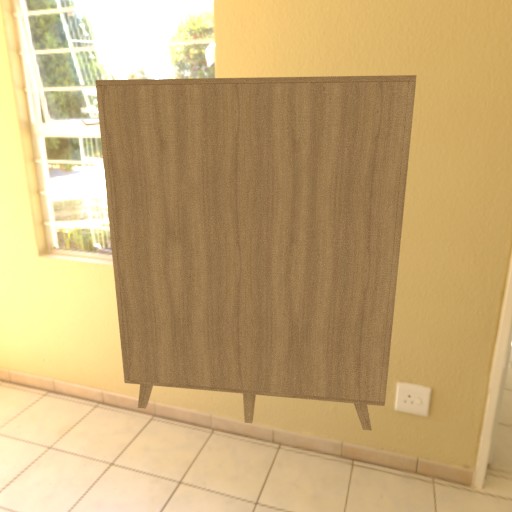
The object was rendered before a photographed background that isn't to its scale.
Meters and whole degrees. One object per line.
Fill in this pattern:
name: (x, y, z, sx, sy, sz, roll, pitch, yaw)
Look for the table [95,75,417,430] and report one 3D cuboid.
table: (0.000, 0.000, 1.899, 1.111, 1.388, 0.398, 2, 17, 8)
